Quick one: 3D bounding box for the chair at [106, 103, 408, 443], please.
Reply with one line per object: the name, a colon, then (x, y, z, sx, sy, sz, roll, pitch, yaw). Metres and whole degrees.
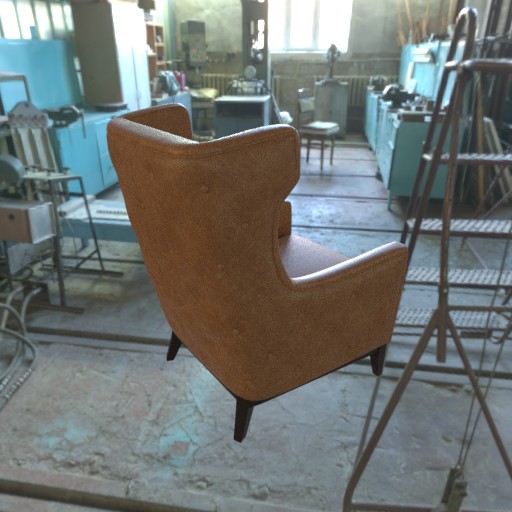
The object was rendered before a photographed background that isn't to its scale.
chair: (0.000, 0.000, 1.702, 0.899, 1.079, 0.766, -17, 30, -32)
